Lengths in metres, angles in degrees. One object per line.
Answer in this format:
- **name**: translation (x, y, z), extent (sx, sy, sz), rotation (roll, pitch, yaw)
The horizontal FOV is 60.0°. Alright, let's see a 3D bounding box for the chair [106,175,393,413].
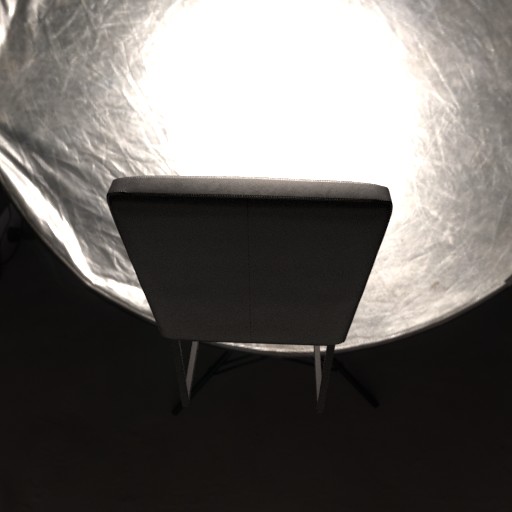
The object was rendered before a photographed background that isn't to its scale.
- **chair**: translation (0.000, 0.000, 1.300), extent (0.520, 0.930, 0.634), rotation (2, 46, 2)
